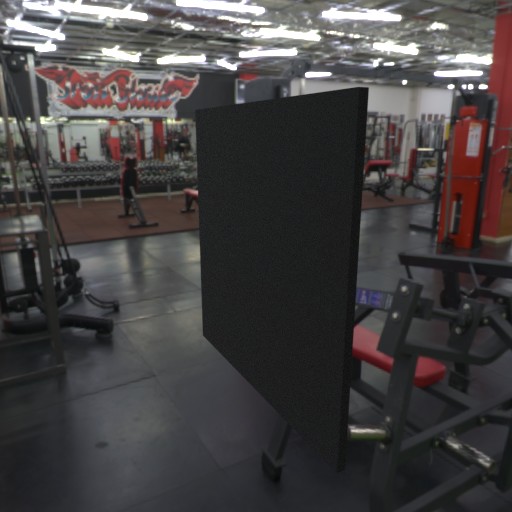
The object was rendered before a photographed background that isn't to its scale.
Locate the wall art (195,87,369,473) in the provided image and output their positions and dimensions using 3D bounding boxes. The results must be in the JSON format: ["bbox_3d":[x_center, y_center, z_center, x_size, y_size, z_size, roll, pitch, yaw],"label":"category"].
[{"bbox_3d":[0.000,0.000,0.696,0.013,0.458,0.456,-8,17,-27],"label":"wall art"}]
